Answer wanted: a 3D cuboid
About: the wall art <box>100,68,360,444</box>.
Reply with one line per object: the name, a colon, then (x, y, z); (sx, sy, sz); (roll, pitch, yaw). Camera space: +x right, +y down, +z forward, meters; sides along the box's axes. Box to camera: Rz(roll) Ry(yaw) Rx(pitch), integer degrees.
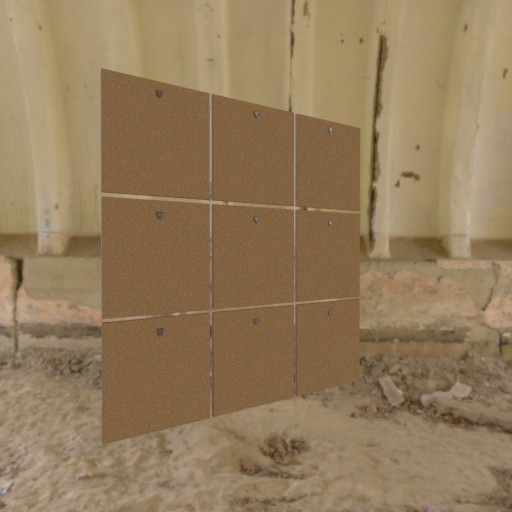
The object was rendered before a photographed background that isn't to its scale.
wall art: (0.000, 0.000, 1.787); (1.221, 1.218, 0.019); (-1, 1, -35)
